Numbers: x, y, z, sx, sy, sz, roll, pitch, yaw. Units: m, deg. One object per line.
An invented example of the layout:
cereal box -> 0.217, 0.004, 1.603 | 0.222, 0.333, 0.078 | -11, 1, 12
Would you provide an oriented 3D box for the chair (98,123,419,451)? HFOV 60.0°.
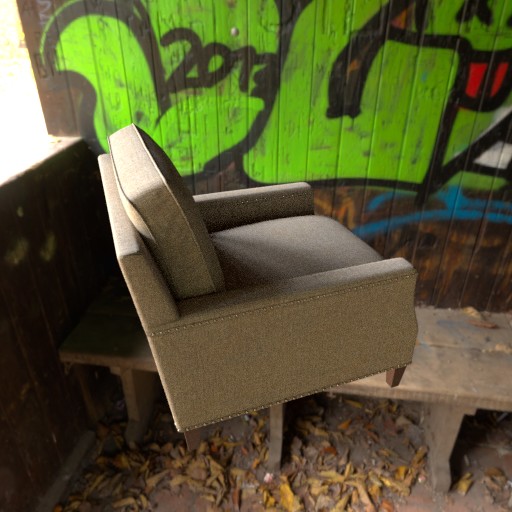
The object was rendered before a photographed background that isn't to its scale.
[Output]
chair -> 0.000, 0.000, 1.713 | 1.014, 0.943, 0.853 | -11, 32, -17
